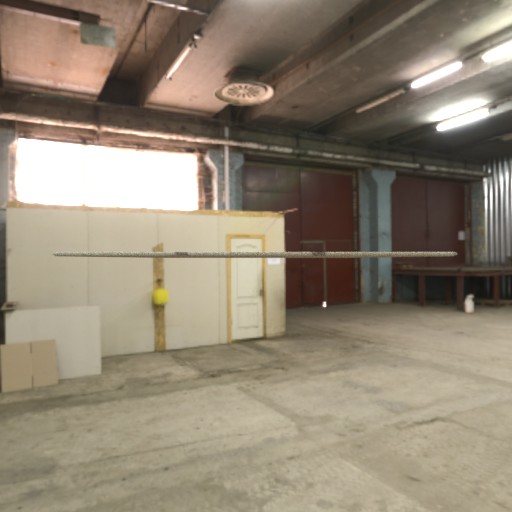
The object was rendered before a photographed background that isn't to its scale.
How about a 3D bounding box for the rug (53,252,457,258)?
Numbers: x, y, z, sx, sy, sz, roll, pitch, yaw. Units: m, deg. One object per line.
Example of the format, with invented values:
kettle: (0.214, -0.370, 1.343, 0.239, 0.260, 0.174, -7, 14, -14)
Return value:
rug: (0.000, 0.000, 4.091, 2.399, 0.026, 3.000, 0, 0, 0)
